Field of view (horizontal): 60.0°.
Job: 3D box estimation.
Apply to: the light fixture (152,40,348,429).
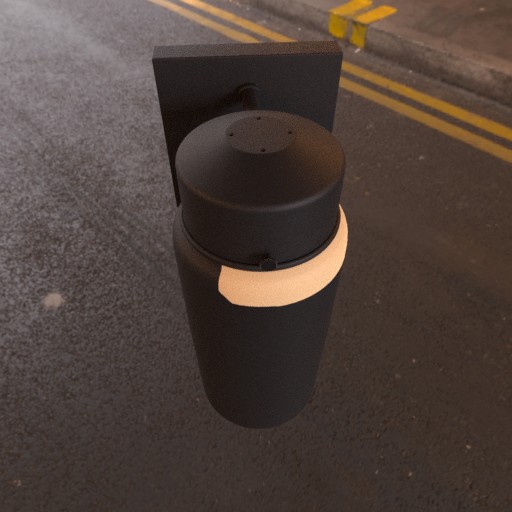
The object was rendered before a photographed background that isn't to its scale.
[{"bbox_3d":[0.000,0.000,0.347,0.130,0.257,0.176,-3,47,-3],"label":"light fixture"}]
